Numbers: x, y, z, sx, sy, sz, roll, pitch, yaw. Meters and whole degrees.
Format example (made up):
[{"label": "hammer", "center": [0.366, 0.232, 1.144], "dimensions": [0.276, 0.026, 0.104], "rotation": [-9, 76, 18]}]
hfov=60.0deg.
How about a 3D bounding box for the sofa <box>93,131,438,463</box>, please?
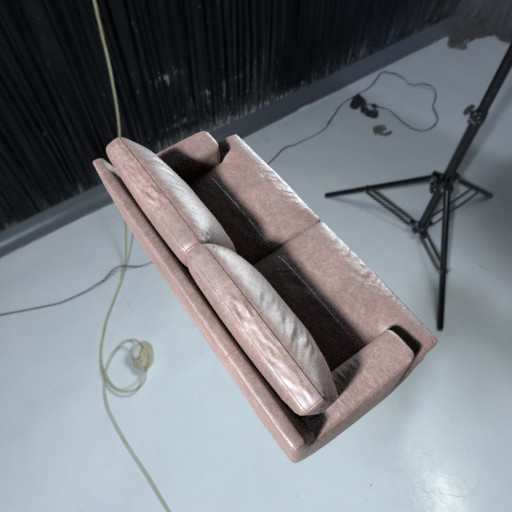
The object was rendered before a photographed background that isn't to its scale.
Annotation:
[{"label": "sofa", "center": [0.000, 0.000, 2.870], "dimensions": [1.143, 0.941, 2.261], "rotation": [-31, 62, -18]}]
